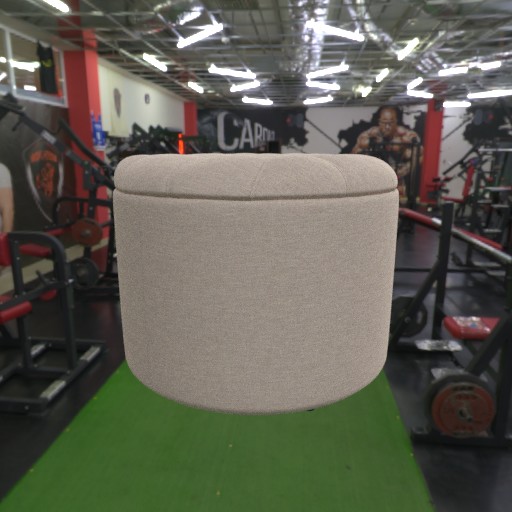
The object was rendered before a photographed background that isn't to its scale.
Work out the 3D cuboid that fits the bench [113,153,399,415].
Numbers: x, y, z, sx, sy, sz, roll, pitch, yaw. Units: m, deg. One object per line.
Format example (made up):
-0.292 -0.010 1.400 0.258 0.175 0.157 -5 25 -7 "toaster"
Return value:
0.000 0.000 1.005 0.600 0.454 0.600 0 13 0 "bench"
